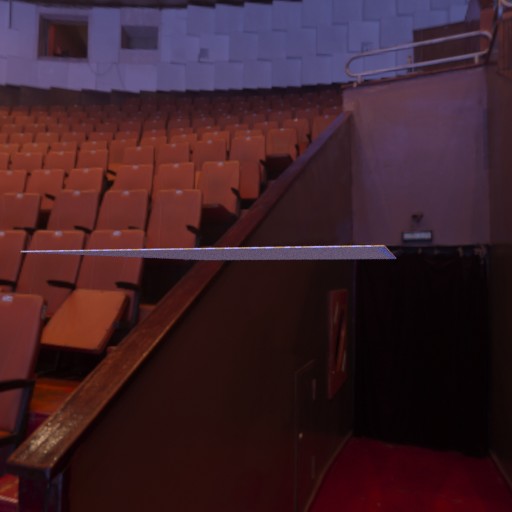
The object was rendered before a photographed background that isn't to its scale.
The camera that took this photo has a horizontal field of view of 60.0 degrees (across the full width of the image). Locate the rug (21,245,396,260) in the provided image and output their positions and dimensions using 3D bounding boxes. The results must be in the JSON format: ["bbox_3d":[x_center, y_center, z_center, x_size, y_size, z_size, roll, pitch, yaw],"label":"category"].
[{"bbox_3d":[0.000,0.000,4.122,2.433,0.011,3.037,-1,-2,19],"label":"rug"}]
